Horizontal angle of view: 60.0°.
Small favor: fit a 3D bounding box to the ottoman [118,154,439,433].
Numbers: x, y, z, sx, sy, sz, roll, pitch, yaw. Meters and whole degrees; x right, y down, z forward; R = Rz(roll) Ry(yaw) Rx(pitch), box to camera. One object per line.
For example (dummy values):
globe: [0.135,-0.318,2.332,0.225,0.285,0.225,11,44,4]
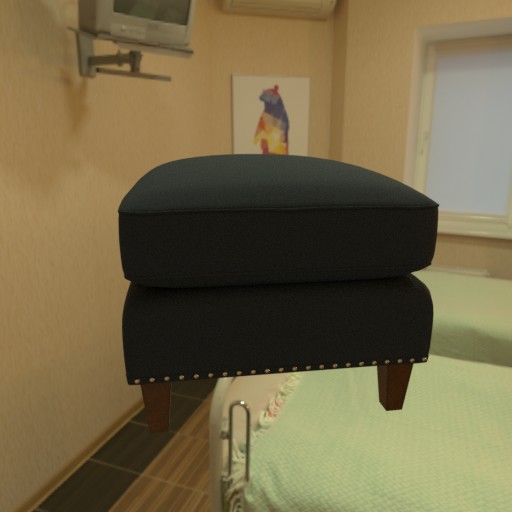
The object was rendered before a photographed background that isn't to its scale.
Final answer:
ottoman: [0.000,0.000,1.143,0.584,0.513,0.741,-2,14,-8]
